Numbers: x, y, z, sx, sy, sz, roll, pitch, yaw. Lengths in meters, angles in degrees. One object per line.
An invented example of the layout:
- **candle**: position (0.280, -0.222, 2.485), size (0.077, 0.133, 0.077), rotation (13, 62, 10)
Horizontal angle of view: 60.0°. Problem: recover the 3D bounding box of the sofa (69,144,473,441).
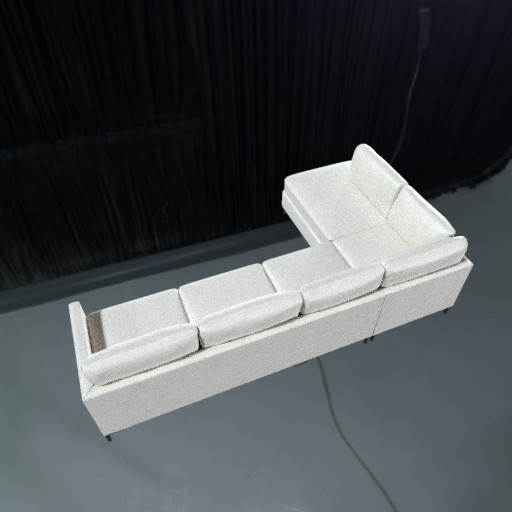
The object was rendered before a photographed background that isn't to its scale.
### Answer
- **sofa**: position (0.000, 0.000, 4.273), size (3.384, 0.996, 2.048), rotation (-16, 48, -15)
